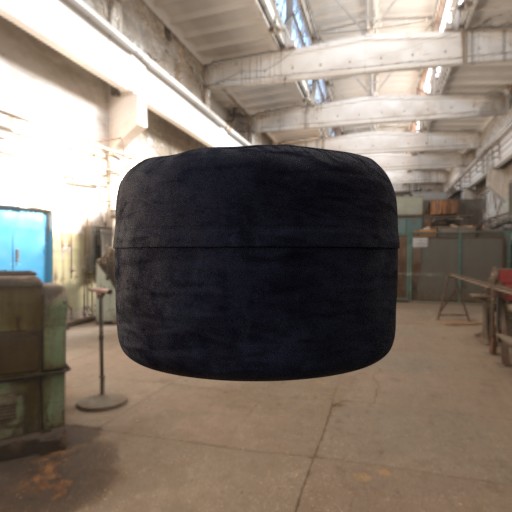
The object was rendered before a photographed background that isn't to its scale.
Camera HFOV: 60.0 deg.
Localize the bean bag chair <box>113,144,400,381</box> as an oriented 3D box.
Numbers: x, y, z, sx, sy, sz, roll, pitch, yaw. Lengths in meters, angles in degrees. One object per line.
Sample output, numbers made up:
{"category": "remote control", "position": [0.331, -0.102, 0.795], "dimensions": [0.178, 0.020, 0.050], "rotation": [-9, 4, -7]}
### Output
{"category": "bean bag chair", "position": [0.000, 0.000, 1.489], "dimensions": [0.918, 0.616, 0.918], "rotation": [0, 0, 0]}
